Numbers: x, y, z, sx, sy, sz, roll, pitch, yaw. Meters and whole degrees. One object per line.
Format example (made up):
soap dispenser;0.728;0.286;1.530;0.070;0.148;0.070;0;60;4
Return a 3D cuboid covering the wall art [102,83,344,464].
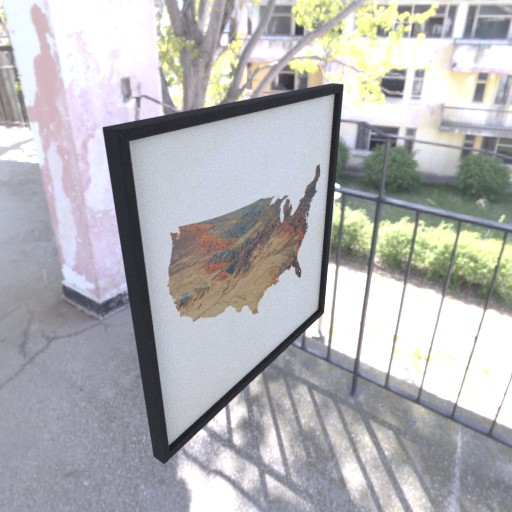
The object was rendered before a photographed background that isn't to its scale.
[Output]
wall art;0.000;0.000;0.452;0.015;0.303;0.304;19;33;32
